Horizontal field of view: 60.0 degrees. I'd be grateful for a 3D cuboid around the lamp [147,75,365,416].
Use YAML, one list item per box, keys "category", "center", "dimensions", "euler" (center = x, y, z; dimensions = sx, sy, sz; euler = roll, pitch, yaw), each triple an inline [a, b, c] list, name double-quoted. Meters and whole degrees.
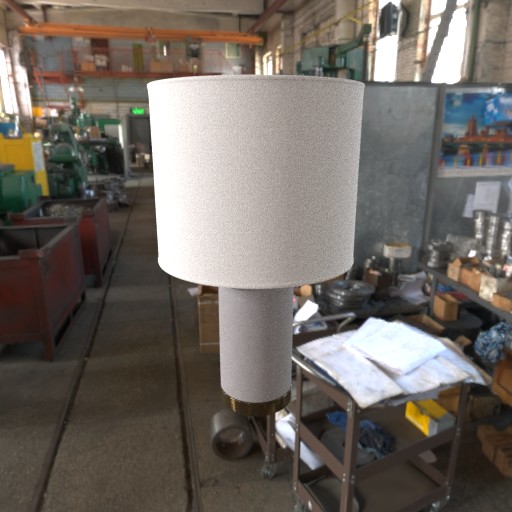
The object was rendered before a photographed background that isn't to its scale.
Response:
- category: "lamp"
  center: [0.000, 0.000, 0.531]
  dimensions: [0.229, 0.380, 0.229]
  euler: [0, 16, 0]
